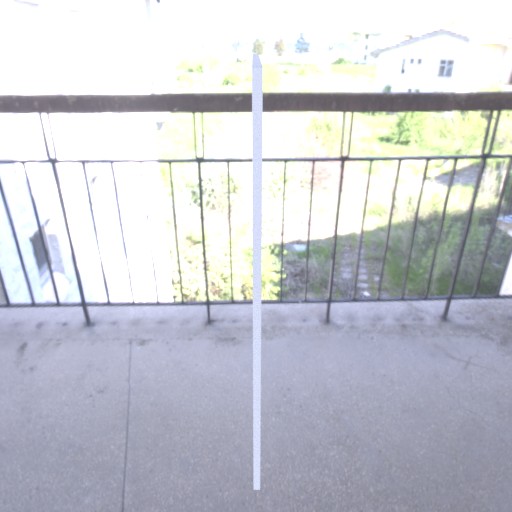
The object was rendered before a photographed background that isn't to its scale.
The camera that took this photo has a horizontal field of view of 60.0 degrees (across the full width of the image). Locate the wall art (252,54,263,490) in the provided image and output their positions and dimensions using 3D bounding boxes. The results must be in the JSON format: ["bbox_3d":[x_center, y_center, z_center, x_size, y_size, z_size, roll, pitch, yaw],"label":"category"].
[{"bbox_3d":[0.000,0.000,0.808,0.011,0.659,0.454,0,26,0],"label":"wall art"}]
